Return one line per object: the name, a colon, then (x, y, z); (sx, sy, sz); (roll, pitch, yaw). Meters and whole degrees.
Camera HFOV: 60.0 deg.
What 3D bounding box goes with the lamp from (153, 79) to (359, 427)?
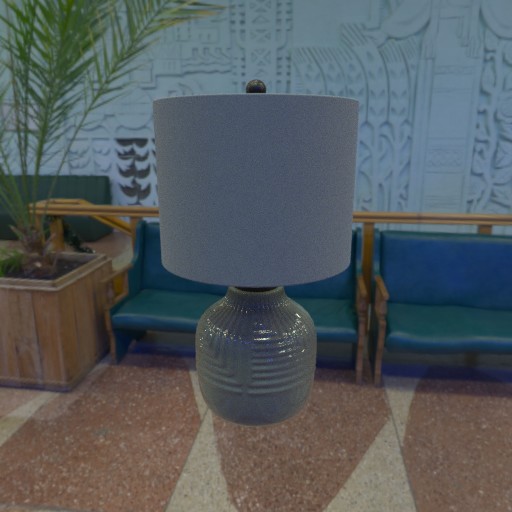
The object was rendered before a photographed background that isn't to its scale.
lamp: (0.000, 0.000, 0.762); (0.318, 0.567, 0.318); (0, 15, 0)
